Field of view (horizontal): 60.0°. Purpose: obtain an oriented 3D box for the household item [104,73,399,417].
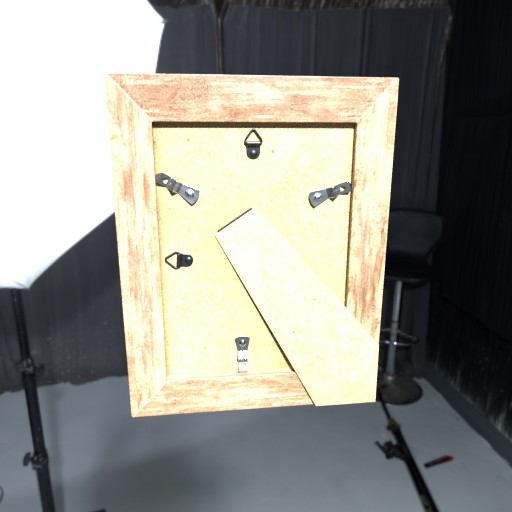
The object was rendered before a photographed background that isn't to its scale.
[{"bbox_3d":[0.000,0.000,0.313,0.186,0.237,0.018,-2,15,-7],"label":"household item"}]
